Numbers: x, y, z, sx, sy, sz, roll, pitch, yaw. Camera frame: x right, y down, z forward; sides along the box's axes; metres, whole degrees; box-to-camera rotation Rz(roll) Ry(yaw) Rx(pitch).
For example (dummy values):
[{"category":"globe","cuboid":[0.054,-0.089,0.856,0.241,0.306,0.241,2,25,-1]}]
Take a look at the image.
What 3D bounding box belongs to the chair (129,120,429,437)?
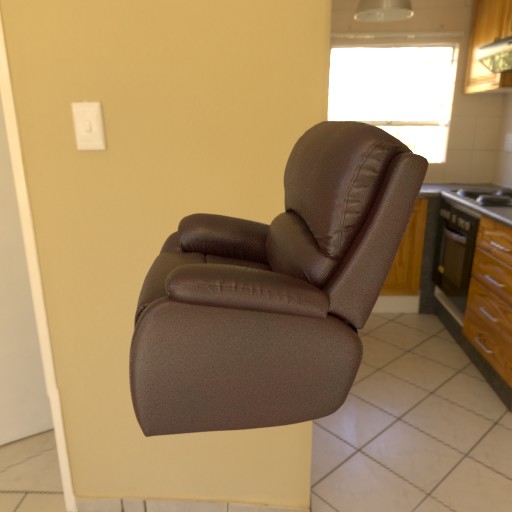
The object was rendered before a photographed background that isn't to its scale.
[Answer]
[{"category":"chair","cuboid":[0.000,0.000,1.726,0.899,1.011,0.930,-2,17,-6]}]
